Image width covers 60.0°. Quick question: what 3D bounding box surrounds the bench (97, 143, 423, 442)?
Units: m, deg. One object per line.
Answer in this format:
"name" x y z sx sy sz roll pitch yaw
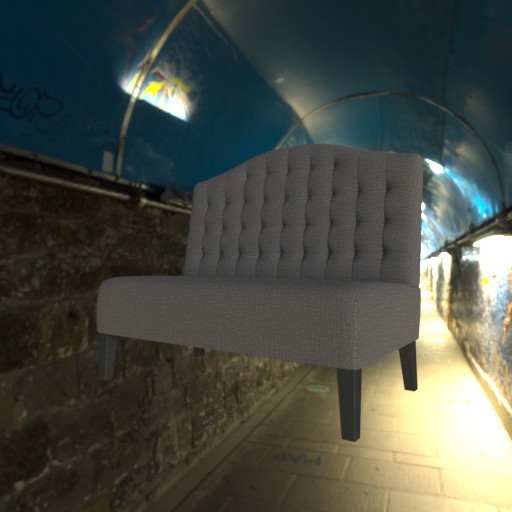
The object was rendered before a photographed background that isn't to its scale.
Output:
"bench" 0.000 0.000 2.075 1.335 1.180 0.815 -1 -1 35
